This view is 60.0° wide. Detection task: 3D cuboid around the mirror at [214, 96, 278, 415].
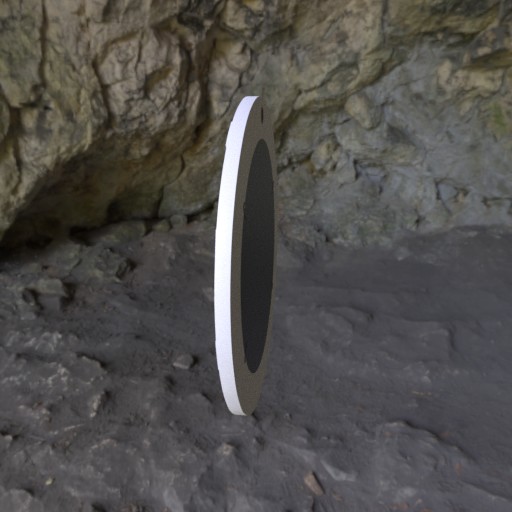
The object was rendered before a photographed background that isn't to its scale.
[{"bbox_3d":[0.000,0.000,1.349,0.038,0.914,0.914,2,15,9],"label":"mirror"}]
